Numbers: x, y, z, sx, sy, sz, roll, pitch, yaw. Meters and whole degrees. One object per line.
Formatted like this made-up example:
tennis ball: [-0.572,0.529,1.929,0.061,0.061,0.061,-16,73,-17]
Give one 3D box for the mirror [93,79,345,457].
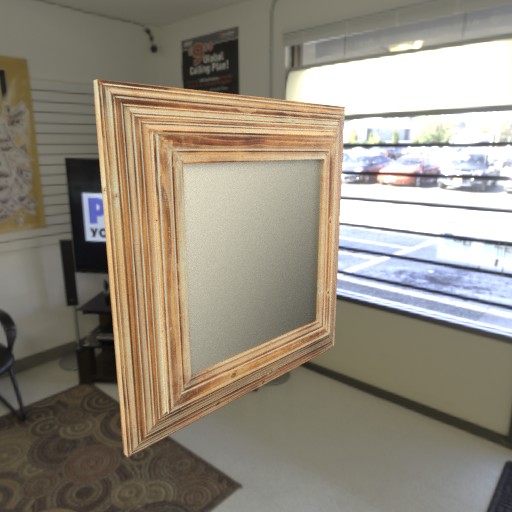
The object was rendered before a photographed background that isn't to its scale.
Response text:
mirror: [0.000,0.000,1.180,0.061,0.804,0.804,13,19,43]
